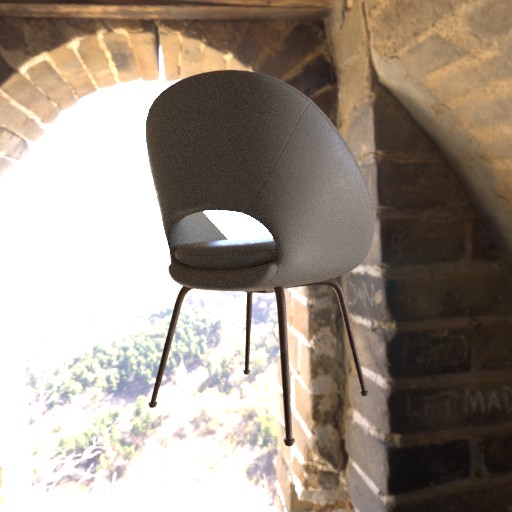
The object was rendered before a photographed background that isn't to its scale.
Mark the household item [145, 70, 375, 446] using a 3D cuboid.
[{"bbox_3d":[0.000,0.000,1.266,0.623,0.852,0.573,0,-1,35],"label":"household item"}]
